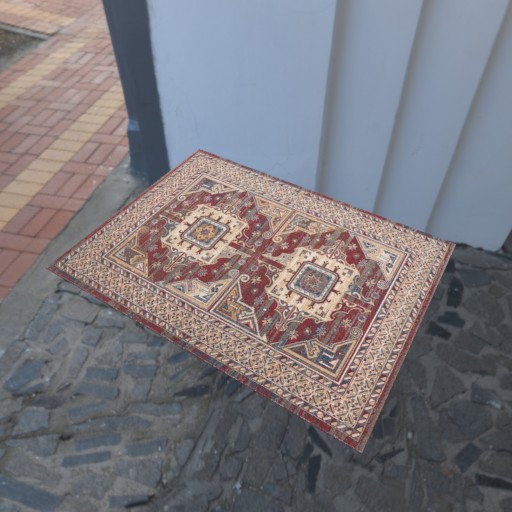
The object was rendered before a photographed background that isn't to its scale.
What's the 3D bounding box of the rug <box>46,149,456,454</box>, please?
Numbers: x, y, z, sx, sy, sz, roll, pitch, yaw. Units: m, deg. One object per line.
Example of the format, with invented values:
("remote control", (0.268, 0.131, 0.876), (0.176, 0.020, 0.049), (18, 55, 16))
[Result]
("rug", (0.000, 0.000, 4.293), (3.197, 0.013, 2.381), (24, 51, 22))
